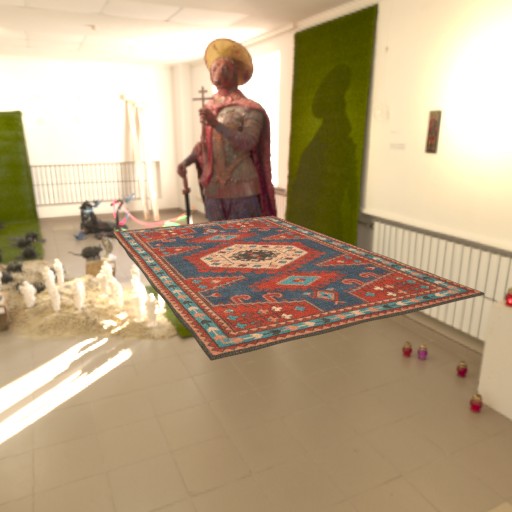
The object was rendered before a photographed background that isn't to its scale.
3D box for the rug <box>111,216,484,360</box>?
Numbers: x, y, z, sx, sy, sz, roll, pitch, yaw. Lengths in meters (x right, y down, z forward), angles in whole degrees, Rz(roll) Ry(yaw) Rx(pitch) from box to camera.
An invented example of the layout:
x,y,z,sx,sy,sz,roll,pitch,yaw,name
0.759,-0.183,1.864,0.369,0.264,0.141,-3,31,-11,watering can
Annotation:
x,y,z,sx,sy,sz,roll,pitch,yaw,name
0.000,0.000,2.346,1.207,0.012,1.820,-8,18,-25,rug
